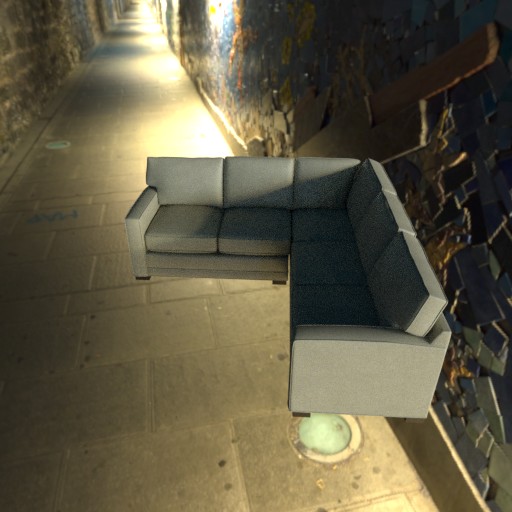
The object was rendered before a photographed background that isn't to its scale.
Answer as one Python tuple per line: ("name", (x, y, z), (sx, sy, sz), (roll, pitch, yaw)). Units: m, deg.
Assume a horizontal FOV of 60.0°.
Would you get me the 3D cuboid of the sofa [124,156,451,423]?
("sofa", (0.000, 0.000, 3.378), (2.188, 0.936, 2.211), (1, 31, 2))
